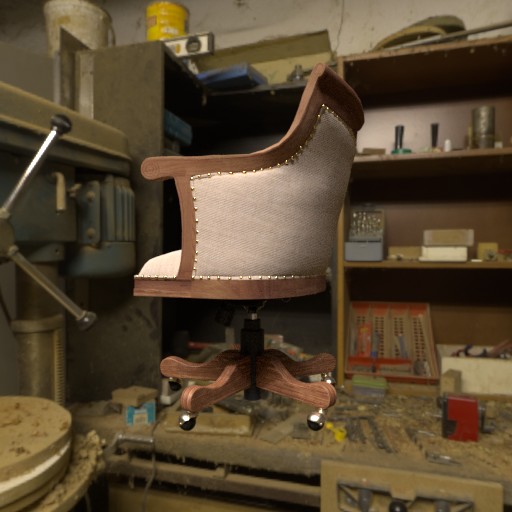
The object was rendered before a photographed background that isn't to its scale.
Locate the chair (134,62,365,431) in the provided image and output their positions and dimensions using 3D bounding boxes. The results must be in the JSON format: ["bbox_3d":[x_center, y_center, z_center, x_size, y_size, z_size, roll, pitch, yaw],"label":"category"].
[{"bbox_3d":[0.000,0.000,1.458,0.689,0.965,0.656,0,1,17],"label":"chair"}]
